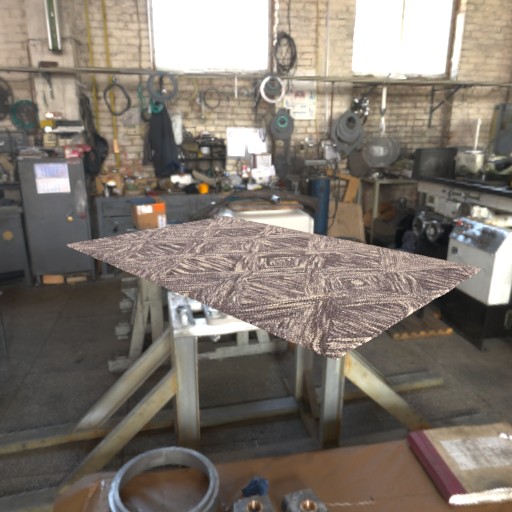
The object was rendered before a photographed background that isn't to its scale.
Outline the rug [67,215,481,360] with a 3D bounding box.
[{"bbox_3d":[0.000,0.000,2.276,1.814,0.012,1.186,15,22,42],"label":"rug"}]
